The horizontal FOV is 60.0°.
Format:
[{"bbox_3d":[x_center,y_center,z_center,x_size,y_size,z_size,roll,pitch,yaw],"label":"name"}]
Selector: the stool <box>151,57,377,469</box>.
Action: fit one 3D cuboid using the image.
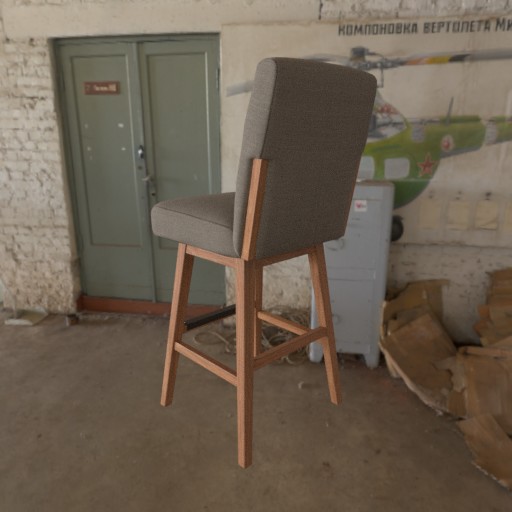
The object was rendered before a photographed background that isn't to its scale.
[{"bbox_3d":[0.000,0.000,1.438,0.483,1.112,0.570,-14,21,-42],"label":"stool"}]
